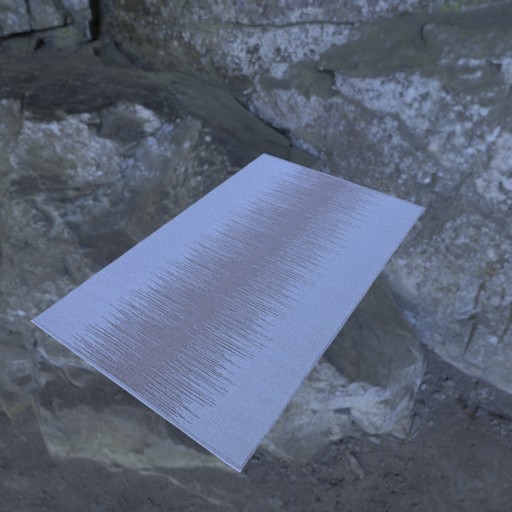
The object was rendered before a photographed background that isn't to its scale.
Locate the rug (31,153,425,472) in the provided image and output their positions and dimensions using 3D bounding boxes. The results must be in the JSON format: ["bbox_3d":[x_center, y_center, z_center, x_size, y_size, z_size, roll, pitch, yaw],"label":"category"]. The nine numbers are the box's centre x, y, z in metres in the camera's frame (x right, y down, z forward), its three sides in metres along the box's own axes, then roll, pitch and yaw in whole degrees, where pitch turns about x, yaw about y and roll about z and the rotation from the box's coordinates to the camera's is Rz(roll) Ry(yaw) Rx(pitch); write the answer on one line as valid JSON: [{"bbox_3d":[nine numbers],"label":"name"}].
[{"bbox_3d":[0.000,0.000,3.020,1.522,0.012,2.440,25,47,25],"label":"rug"}]
